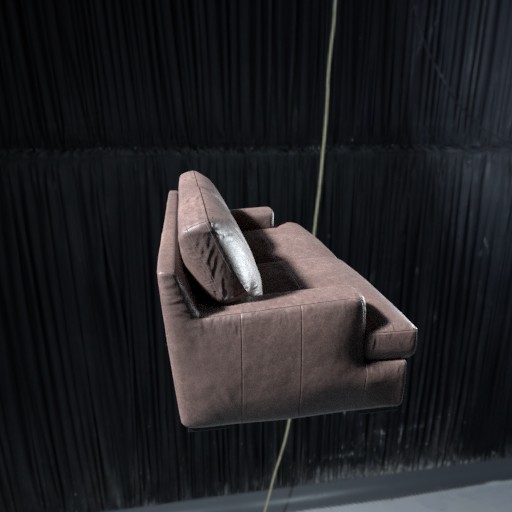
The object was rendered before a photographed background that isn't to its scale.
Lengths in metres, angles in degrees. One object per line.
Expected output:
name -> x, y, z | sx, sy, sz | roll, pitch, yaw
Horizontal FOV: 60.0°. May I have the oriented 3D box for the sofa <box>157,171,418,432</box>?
sofa -> 0.000, 0.000, 2.896 | 1.143, 0.941, 2.261 | -3, 17, -9
